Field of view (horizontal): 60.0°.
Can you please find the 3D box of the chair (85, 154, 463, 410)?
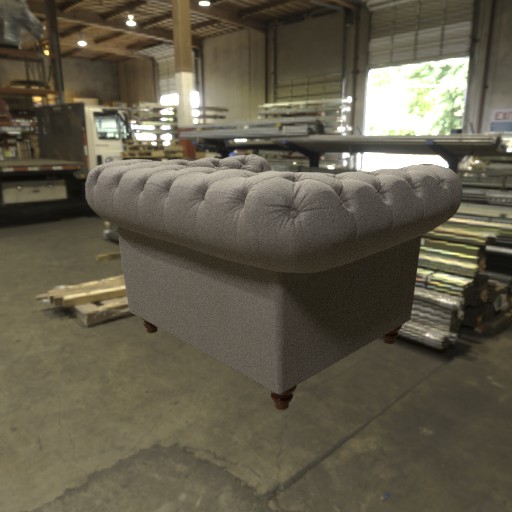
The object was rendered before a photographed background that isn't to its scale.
[{"bbox_3d":[0.000,0.000,1.834,0.976,0.770,1.270,-14,21,-42],"label":"chair"}]
